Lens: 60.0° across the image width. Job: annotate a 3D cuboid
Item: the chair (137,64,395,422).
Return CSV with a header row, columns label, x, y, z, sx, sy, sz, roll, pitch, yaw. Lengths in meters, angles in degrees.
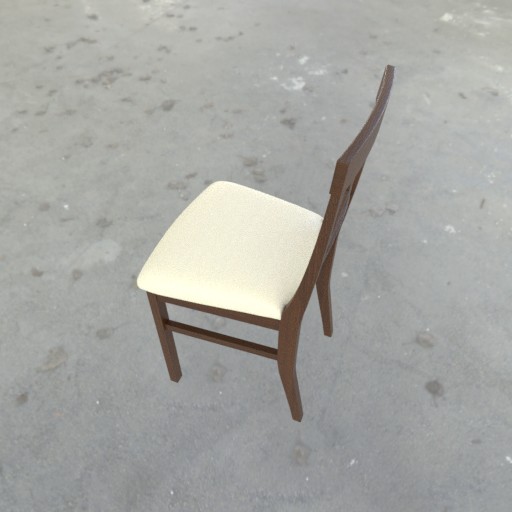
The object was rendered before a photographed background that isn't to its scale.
label,x,y,z,sx,sy,sz,roll,pitch,yaw
chair,0.000,0.000,1.153,0.480,0.913,0.440,17,48,16
